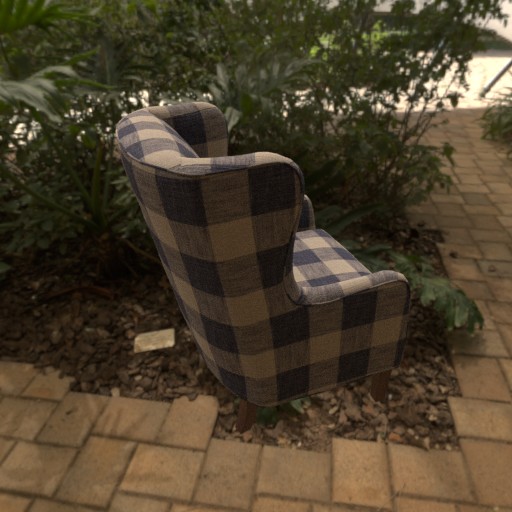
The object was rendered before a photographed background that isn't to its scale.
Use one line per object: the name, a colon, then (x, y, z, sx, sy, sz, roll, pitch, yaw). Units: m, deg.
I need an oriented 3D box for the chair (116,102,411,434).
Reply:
chair: (0.000, 0.000, 1.702, 0.889, 1.041, 0.830, -10, 31, -17)
